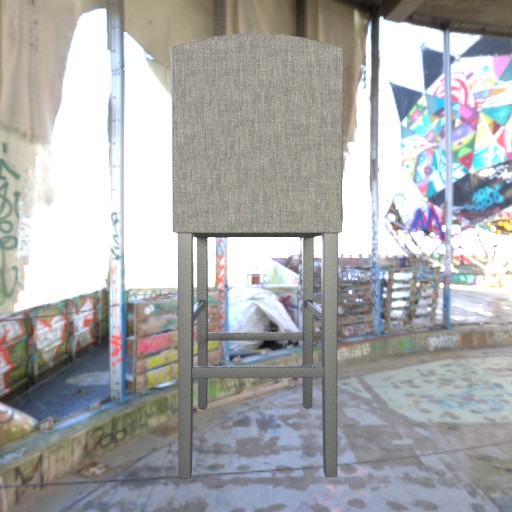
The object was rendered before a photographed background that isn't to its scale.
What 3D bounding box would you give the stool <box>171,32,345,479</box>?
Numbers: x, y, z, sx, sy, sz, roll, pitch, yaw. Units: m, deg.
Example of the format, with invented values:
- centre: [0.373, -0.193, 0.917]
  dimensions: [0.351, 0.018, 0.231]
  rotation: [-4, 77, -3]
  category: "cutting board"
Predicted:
- centre: [0.000, 0.000, 1.393]
  dimensions: [0.451, 1.138, 0.552]
  rotation: [0, 1, -1]
  category: "stool"
